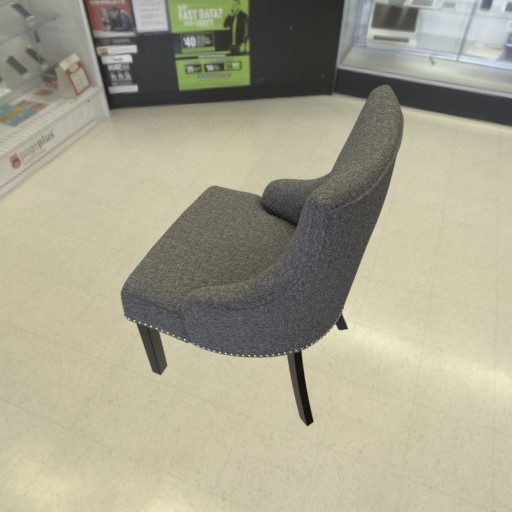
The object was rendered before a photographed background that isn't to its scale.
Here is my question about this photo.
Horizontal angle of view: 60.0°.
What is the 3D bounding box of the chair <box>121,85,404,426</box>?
[{"bbox_3d":[0.000,0.000,1.290,0.629,0.909,0.566,18,48,17],"label":"chair"}]
